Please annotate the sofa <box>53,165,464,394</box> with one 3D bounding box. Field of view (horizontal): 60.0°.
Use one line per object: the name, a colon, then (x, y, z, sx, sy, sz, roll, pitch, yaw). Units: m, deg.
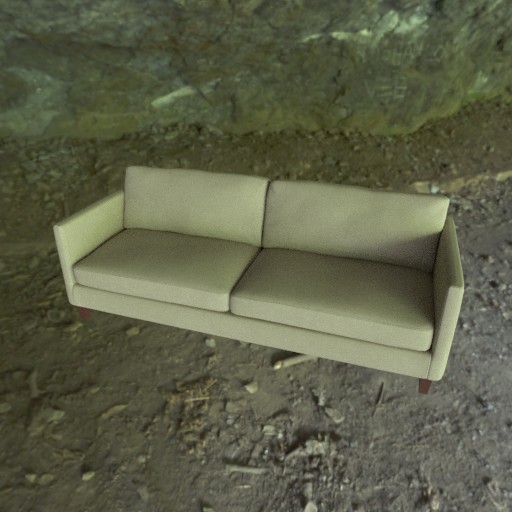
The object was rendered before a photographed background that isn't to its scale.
sofa: (0.000, 0.000, 2.922, 2.404, 0.912, 0.988, 9, 29, 16)
